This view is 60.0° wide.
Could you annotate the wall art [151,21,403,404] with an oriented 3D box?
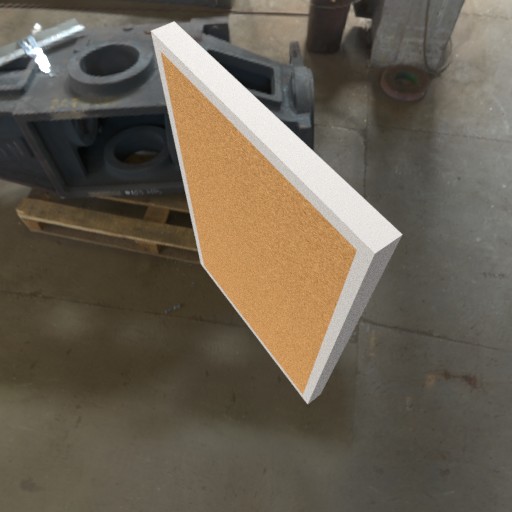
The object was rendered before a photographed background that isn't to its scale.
[{"bbox_3d":[0.000,0.000,0.815,0.038,0.657,0.450,-32,64,-17],"label":"wall art"}]
